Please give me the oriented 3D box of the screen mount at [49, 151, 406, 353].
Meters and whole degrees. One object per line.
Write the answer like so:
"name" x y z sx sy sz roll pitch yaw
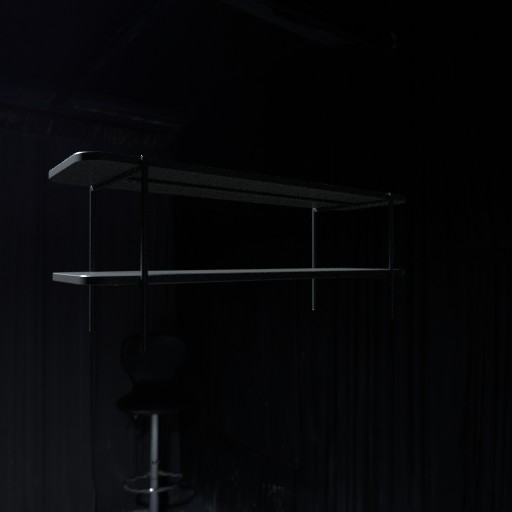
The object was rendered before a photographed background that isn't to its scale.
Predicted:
"screen mount" 0.000 0.000 1.446 1.200 0.447 0.400 0 -1 -37
